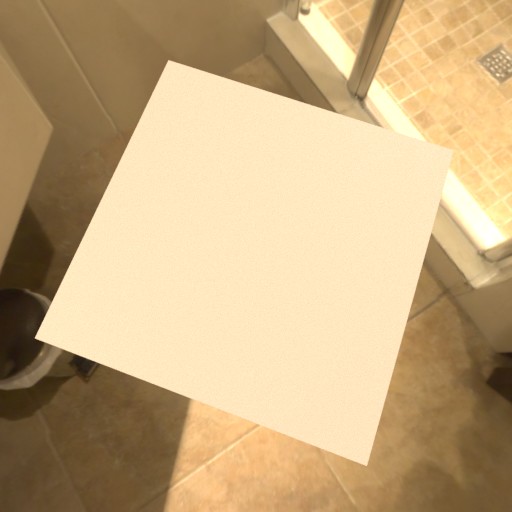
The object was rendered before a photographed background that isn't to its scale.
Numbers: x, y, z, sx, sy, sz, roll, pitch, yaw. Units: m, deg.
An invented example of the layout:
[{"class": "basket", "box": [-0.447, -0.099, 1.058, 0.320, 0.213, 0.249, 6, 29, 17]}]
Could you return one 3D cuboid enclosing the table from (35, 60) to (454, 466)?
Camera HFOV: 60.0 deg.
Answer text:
[{"class": "table", "box": [0.000, 0.000, 1.090, 0.700, 0.289, 0.700, 19, 76, 5]}]
